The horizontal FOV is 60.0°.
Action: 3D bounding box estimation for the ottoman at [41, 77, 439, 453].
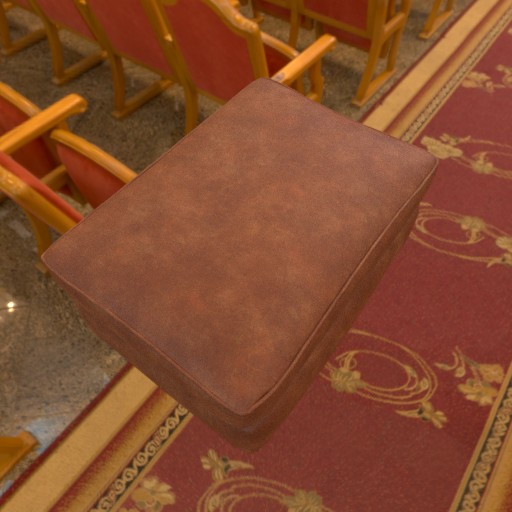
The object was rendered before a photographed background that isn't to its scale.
[{"bbox_3d":[0.000,0.000,0.971,0.501,0.418,0.665,32,62,19],"label":"ottoman"}]
